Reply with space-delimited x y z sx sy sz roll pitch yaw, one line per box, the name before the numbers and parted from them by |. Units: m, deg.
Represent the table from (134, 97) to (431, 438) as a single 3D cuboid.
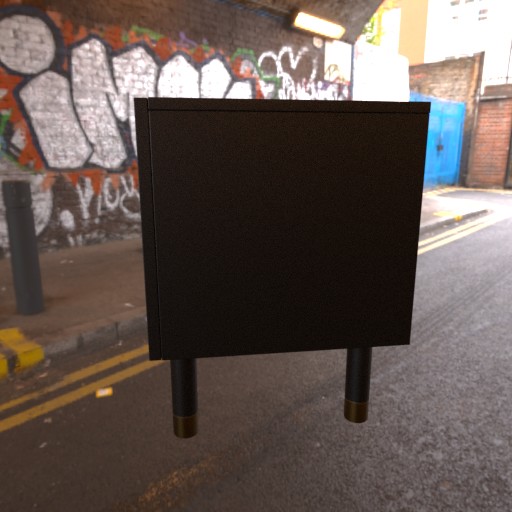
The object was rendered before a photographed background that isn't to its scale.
table | 0.000 0.000 0.961 0.441 0.584 0.564 -2 13 -8
